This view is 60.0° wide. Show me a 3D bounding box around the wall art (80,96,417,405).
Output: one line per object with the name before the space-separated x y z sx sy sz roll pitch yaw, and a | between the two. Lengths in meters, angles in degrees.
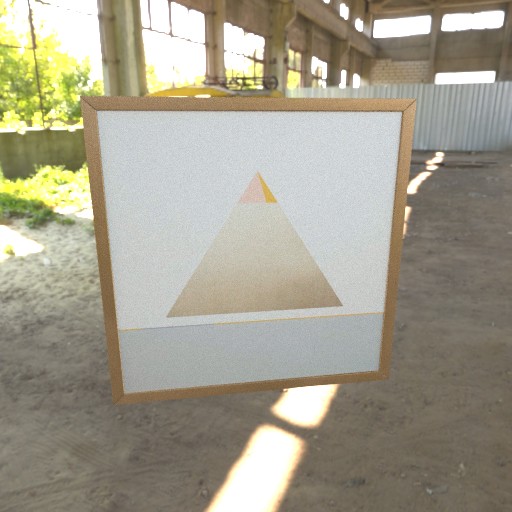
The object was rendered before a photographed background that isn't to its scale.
wall art | 0.000 0.000 0.760 0.513 0.511 0.038 -3 17 -9
